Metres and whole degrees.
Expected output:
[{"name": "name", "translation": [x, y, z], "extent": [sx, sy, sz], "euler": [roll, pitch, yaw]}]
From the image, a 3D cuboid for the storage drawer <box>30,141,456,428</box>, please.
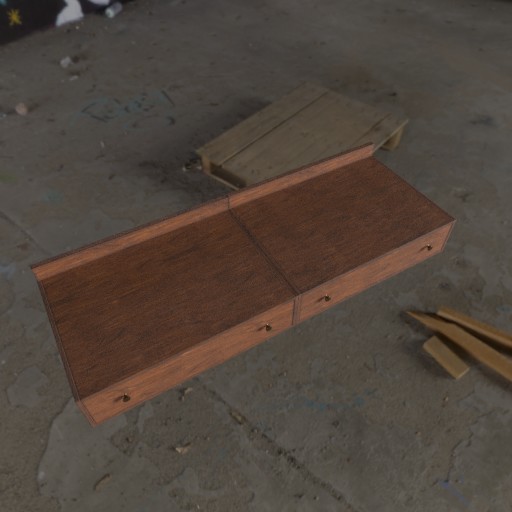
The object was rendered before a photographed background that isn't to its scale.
[{"name": "storage drawer", "translation": [0.000, 0.000, 2.188], "extent": [1.914, 0.339, 0.774], "euler": [-23, 51, -20]}]
